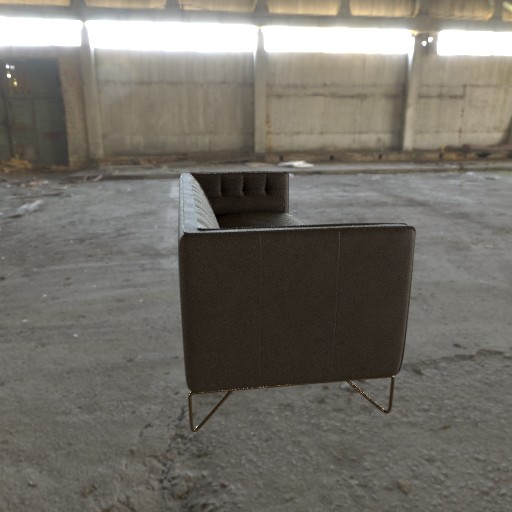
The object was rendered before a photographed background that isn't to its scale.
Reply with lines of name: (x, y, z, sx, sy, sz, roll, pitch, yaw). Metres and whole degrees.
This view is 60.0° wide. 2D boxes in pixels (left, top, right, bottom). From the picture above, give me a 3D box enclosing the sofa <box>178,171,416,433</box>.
sofa: (0.000, 0.000, 2.601, 0.867, 0.789, 2.087, -3, 16, -9)
